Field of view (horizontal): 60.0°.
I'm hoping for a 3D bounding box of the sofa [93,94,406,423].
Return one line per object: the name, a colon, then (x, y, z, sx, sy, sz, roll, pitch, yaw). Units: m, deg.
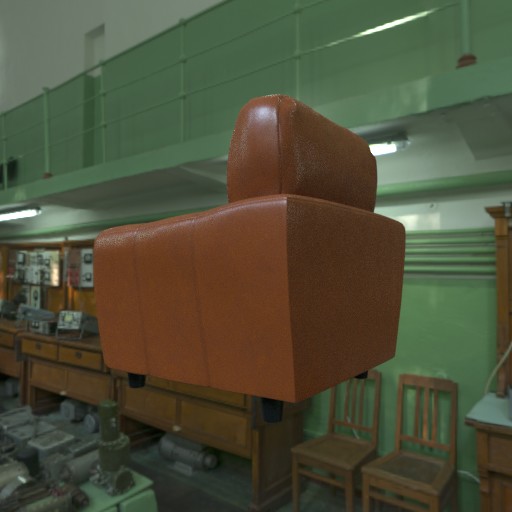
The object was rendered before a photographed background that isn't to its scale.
sofa: (0.000, 0.000, 1.542, 0.789, 0.876, 0.836, -1, -2, 37)
